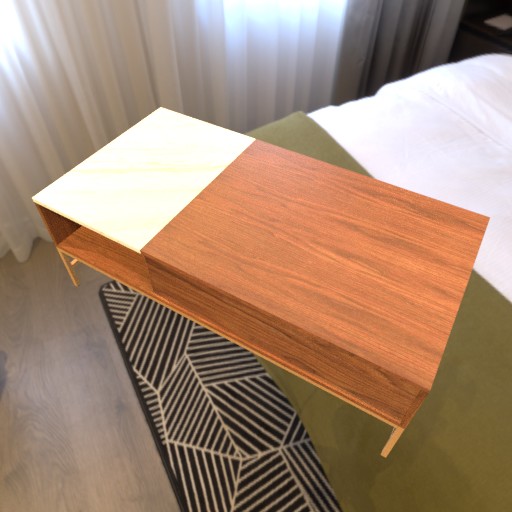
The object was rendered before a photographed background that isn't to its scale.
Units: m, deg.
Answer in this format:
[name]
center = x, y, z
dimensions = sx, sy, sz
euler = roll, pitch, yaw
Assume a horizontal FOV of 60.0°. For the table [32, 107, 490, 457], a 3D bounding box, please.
[table]
center = 0.000, 0.000, 1.887
dimensions = 1.553, 0.551, 0.789
euler = 24, 52, 20
